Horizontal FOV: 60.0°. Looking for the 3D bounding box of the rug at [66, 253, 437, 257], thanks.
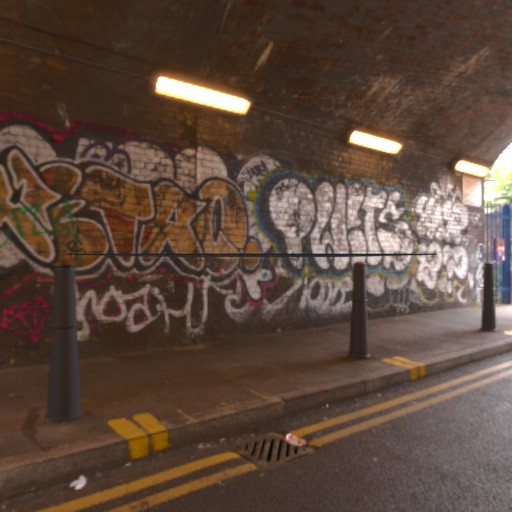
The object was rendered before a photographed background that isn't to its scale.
[{"bbox_3d":[0.000,0.000,2.337,1.200,0.005,1.819,0,0,1],"label":"rug"}]
